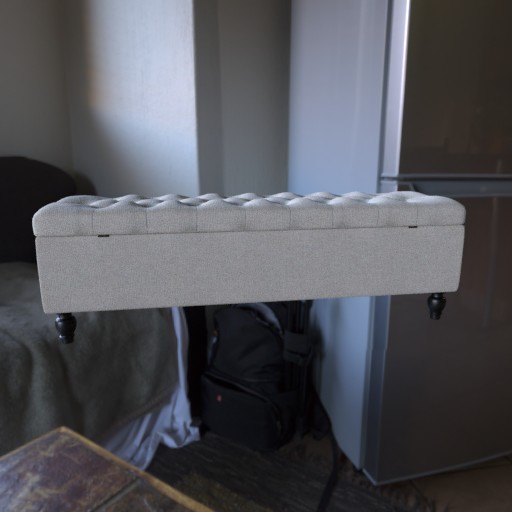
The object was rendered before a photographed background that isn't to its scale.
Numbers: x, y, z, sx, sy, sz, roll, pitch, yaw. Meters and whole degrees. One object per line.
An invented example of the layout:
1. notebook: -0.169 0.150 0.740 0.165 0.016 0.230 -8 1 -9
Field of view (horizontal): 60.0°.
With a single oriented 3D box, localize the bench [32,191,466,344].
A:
1. bench: 0.000 0.000 1.730 1.480 0.467 0.455 -2 13 -9
